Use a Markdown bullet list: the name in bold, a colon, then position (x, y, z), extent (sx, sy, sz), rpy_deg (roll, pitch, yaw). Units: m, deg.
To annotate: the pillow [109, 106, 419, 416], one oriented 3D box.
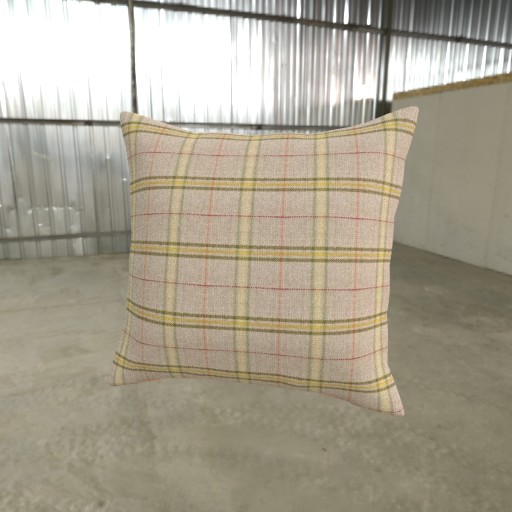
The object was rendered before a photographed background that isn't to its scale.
- **pillow**: position (0.000, 0.000, 0.666), extent (0.453, 0.430, 0.200), rpy_deg (2, 14, 9)
